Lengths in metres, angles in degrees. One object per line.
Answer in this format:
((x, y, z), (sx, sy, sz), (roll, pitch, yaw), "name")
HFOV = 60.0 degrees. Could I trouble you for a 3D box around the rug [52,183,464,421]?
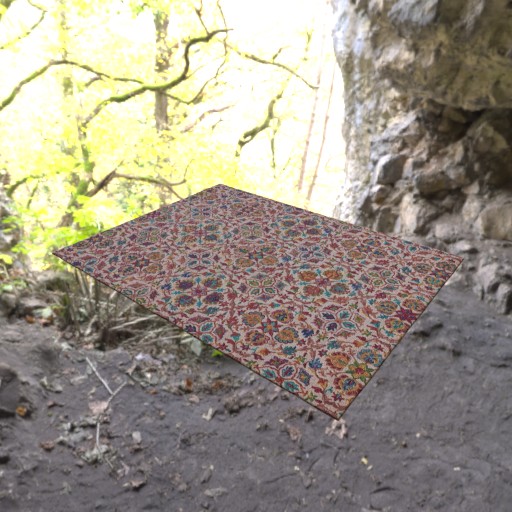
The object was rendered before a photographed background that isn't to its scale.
((0.000, 0.000, 4.325), (3.215, 0.020, 2.446), (22, 37, 33), "rug")
